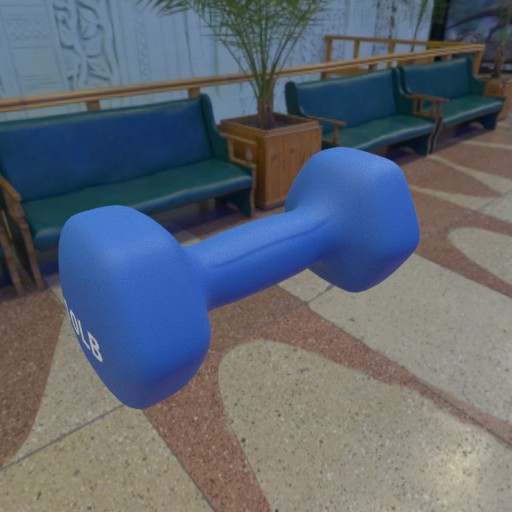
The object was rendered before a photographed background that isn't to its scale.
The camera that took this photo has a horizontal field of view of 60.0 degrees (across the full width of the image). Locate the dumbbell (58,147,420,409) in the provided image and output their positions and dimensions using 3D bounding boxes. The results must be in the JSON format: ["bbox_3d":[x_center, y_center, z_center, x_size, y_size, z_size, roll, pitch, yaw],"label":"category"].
[{"bbox_3d":[0.000,0.000,0.263,0.212,0.093,0.103,-21,36,-32],"label":"dumbbell"}]
